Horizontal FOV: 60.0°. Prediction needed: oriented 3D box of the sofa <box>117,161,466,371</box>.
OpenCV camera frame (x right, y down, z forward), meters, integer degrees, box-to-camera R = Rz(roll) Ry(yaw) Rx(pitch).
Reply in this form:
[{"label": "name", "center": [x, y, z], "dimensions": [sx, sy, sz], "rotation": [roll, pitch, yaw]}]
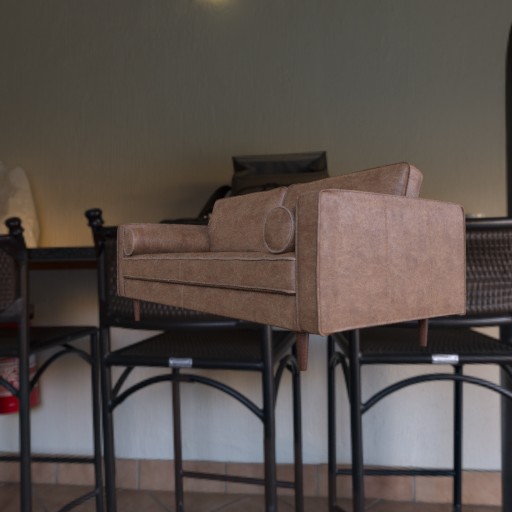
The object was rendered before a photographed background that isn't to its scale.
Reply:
[{"label": "sofa", "center": [0.000, 0.000, 2.433], "dimensions": [0.924, 0.825, 1.920], "rotation": [0, 0, -36]}]
